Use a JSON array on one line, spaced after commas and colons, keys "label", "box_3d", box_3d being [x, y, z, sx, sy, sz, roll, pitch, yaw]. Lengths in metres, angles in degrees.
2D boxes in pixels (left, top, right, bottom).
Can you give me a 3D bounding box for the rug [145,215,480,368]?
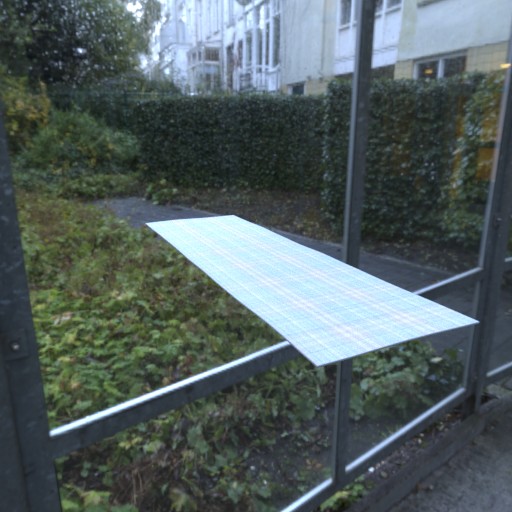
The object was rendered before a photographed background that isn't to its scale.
[{"label": "rug", "box_3d": [0.000, 0.000, 2.630, 0.762, 0.013, 2.439, -8, 18, -25]}]
